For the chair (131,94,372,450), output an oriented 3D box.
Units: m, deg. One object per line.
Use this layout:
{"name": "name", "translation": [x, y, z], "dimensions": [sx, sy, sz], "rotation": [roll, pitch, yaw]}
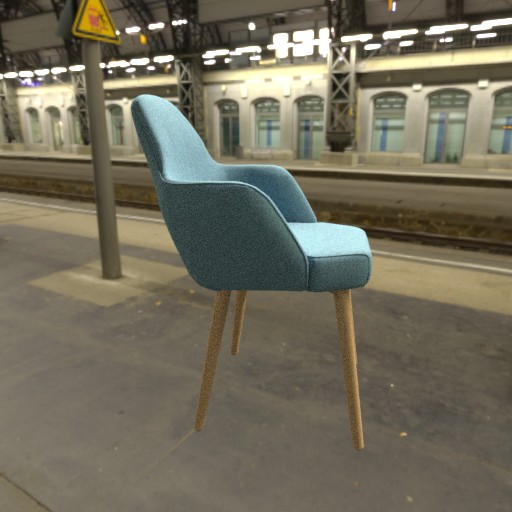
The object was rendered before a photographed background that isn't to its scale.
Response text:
{"name": "chair", "translation": [0.000, 0.000, 1.333], "dimensions": [0.666, 0.920, 0.589], "rotation": [3, 16, 10]}
